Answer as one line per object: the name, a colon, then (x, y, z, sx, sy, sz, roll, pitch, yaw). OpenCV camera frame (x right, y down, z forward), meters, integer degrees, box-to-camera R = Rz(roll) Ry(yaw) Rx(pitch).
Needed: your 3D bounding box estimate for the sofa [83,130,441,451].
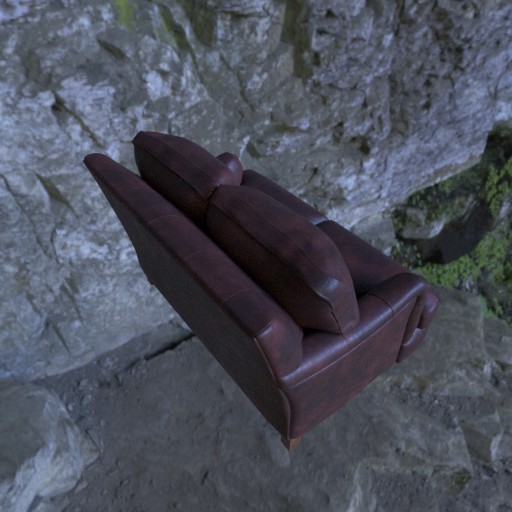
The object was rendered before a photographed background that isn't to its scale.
sofa: (0.000, 0.000, 2.388, 1.148, 1.070, 1.628, -26, 47, -27)
